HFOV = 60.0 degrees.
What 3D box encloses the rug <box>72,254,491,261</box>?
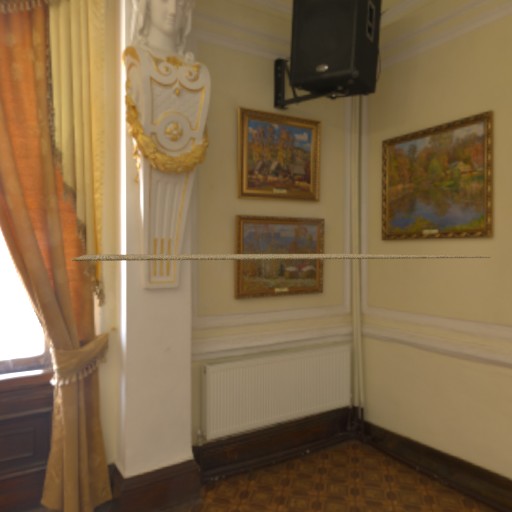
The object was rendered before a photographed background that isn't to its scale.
[{"bbox_3d":[0.000,0.000,4.123,3.034,0.012,2.471,0,1,-19],"label":"rug"}]
